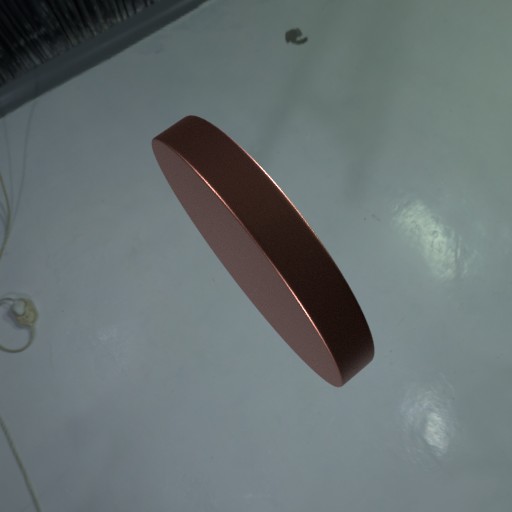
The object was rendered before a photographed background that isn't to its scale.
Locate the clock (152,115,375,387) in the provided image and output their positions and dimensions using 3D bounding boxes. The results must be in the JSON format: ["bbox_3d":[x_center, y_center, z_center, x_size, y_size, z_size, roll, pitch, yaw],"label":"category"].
[{"bbox_3d":[0.000,0.000,0.474,0.040,0.313,0.313,-37,78,-9],"label":"clock"}]
